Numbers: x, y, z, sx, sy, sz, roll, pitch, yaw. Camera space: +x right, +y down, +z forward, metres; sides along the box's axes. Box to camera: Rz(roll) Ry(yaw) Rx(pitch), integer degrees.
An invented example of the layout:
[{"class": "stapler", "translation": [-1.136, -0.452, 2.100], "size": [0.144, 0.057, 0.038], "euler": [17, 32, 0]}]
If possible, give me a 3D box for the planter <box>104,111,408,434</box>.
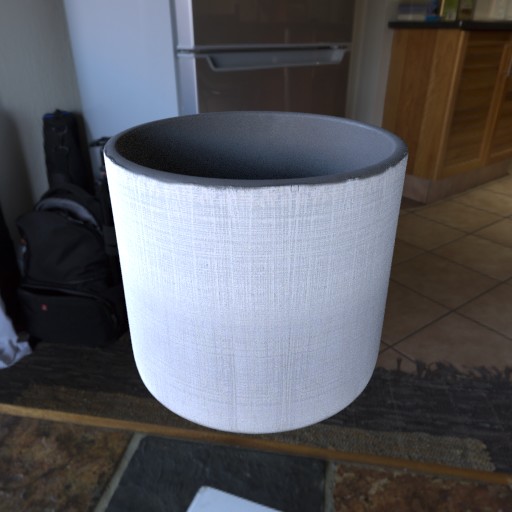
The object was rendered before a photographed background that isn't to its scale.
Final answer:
[{"class": "planter", "translation": [0.000, 0.000, 0.375], "size": [0.221, 0.201, 0.221], "euler": [0, 28, 0]}]
